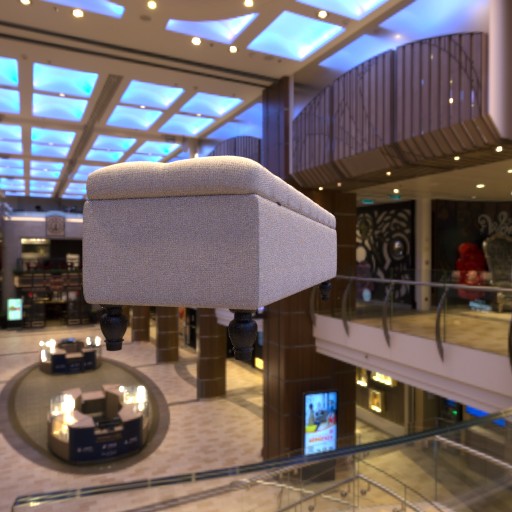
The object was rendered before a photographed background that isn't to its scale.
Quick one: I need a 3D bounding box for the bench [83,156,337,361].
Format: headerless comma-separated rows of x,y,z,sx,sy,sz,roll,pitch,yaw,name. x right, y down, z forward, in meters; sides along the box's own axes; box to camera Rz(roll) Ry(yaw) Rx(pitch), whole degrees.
0.000,0.000,1.716,0.455,0.467,1.480,0,0,17,bench
